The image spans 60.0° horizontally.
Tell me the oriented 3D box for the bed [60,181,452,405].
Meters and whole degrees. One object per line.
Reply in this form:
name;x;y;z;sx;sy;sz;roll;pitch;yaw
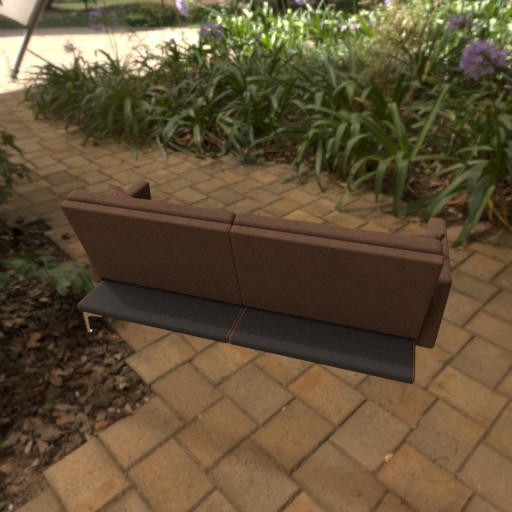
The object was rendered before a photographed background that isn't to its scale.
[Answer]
bed;0.000;0.000;2.388;1.905;0.787;0.889;9;33;15
